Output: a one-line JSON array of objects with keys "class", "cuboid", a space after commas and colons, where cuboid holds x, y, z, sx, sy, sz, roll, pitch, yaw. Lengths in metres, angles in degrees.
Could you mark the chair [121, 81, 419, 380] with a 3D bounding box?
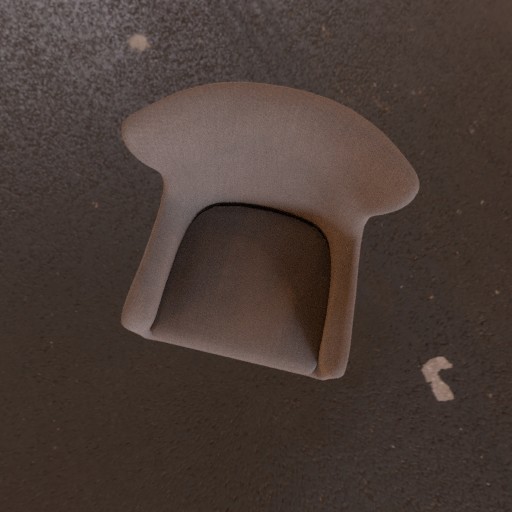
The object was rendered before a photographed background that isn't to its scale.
[{"class": "chair", "cuboid": [0.000, 0.000, 1.469, 0.732, 0.948, 0.677, 12, 74, 4]}]
